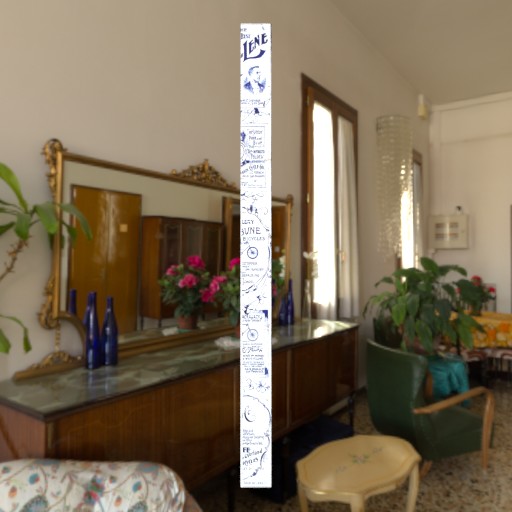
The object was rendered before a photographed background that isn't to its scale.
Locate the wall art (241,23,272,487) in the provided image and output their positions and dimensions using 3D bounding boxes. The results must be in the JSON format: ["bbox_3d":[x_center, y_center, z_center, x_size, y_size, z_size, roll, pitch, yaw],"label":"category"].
[{"bbox_3d":[0.000,0.000,0.777,0.040,0.601,0.408,0,-1,0],"label":"wall art"}]
